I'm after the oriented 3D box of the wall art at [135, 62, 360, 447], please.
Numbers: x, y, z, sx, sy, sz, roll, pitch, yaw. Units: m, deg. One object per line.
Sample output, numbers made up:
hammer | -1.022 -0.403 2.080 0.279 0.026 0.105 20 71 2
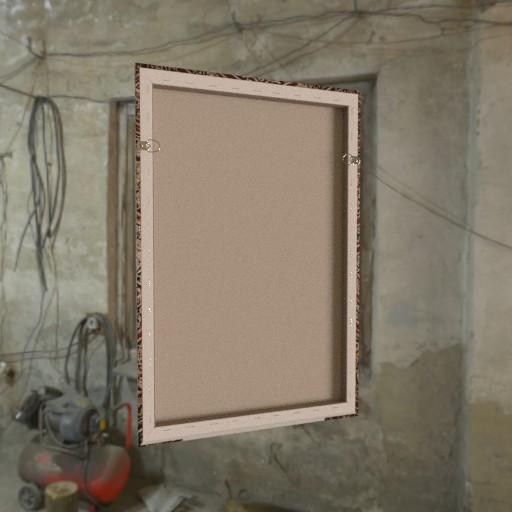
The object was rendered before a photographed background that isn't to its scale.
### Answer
wall art | 0.000 0.000 1.147 0.599 0.904 0.030 -1 2 -19
